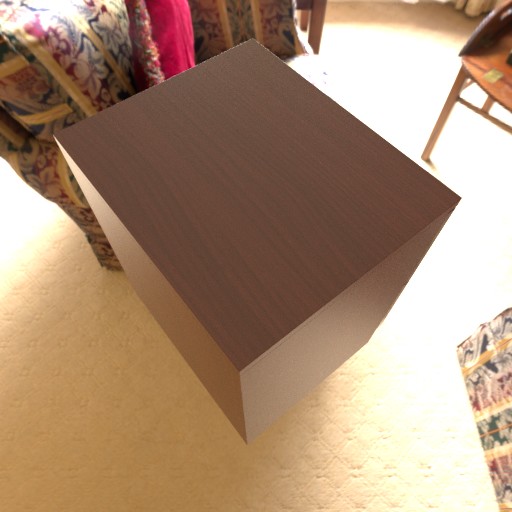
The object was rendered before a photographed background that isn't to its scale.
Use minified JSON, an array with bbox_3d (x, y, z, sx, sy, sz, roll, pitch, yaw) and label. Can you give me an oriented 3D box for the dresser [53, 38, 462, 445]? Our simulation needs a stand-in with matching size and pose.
[{"bbox_3d":[0.000,0.000,0.758,0.360,0.470,0.400,-34,65,-19],"label":"dresser"}]
